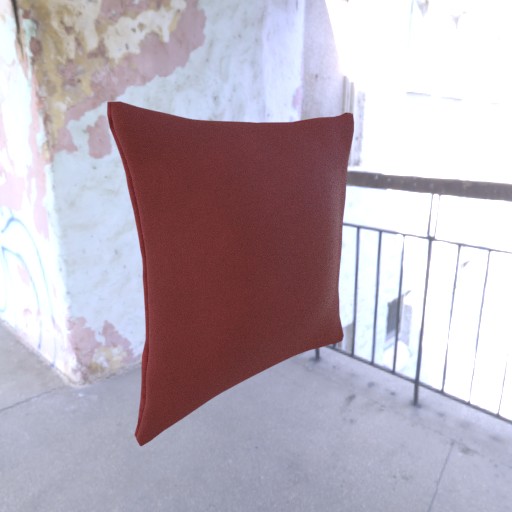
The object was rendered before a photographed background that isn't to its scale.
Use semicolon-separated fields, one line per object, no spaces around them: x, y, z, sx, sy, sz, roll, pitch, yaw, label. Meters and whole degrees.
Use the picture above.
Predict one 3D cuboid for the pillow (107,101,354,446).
0.000;0.000;0.655;0.435;0.416;0.151;-15;21;-41;pillow
